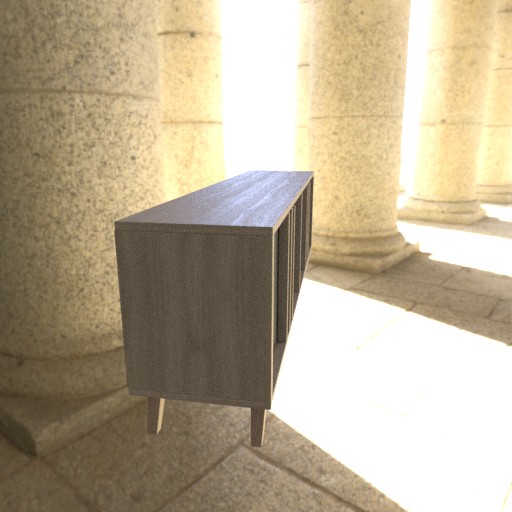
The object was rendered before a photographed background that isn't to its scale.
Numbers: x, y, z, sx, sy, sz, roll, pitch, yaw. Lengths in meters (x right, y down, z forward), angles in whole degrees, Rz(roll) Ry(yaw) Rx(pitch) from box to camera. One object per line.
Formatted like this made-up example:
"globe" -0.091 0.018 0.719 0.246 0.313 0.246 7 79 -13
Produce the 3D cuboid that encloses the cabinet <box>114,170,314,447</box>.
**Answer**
"cabinet" 0.000 0.000 2.472 0.499 0.779 2.198 3 15 10
